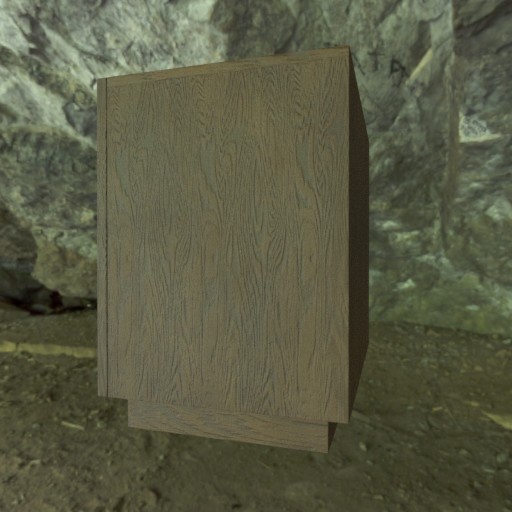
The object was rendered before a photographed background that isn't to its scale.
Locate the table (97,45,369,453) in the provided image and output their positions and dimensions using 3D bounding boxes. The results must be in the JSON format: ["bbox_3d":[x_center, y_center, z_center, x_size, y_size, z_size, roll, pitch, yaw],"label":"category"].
[{"bbox_3d":[0.000,0.000,0.940,0.439,0.585,0.560,0,1,17],"label":"table"}]
